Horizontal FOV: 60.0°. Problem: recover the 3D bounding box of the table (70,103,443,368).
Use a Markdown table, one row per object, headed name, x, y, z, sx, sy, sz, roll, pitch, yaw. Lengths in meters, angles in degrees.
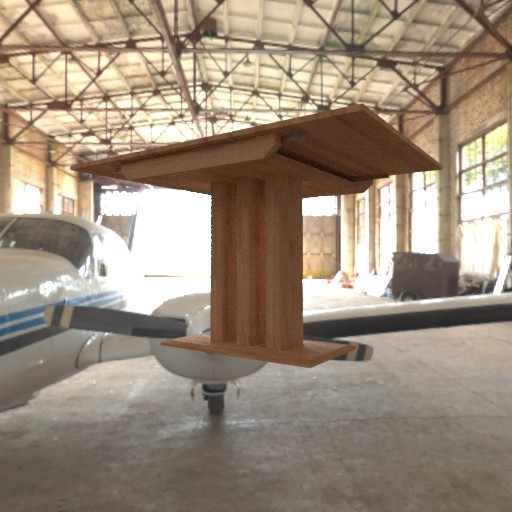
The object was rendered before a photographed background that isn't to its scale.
| name | x | y | z | sx | sy | sz | roll | pitch | yaw |
| --- | --- | --- | --- | --- | --- | --- | --- | --- | --- |
| table | 0.000 | 0.000 | 1.877 | 1.300 | 0.770 | 0.900 | -1 | -1 | 35 |
